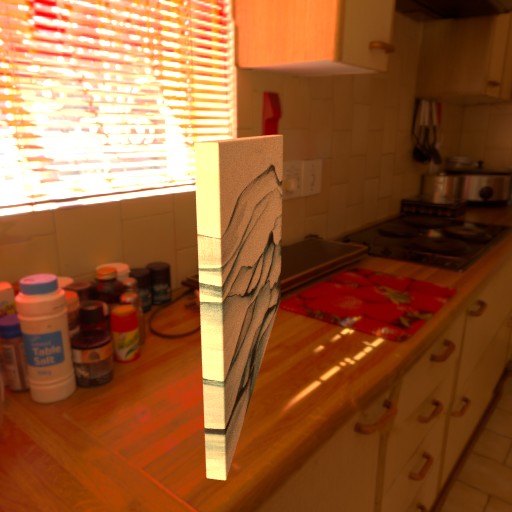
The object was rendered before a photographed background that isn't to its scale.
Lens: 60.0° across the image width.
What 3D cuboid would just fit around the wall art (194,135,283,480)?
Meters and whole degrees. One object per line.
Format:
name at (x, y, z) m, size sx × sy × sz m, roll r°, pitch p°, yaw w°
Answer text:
wall art at (0.000, 0.000, 1.175) m, size 0.039 × 0.609 × 0.914 m, roll 3°, pitch 16°, yaw 9°
